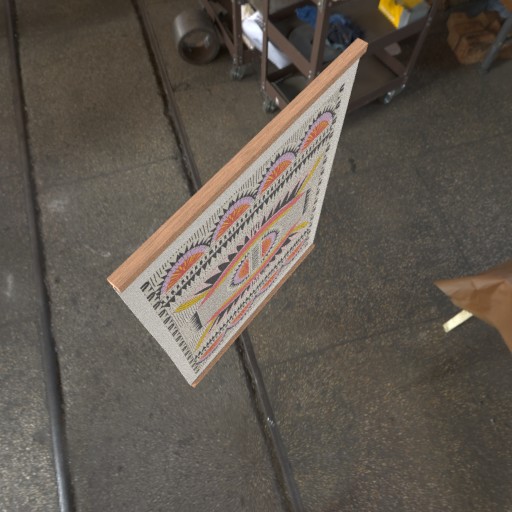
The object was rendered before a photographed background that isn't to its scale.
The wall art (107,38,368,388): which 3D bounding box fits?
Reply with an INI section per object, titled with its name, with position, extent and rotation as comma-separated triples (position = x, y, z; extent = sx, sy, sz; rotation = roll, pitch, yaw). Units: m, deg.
[wall art]
position = 0.000, 0.000, 1.328
extent = 0.028, 1.016, 0.765
rotation = 36, 70, 16
